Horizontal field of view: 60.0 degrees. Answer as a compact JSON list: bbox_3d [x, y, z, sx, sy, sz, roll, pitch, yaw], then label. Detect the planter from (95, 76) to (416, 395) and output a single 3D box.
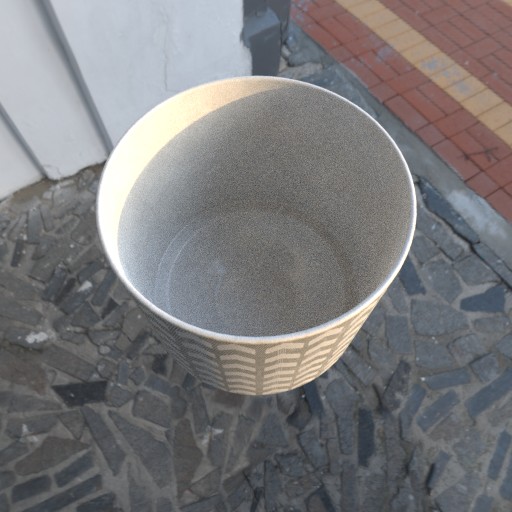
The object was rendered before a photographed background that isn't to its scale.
[{"bbox_3d":[0.000,0.000,0.345,0.190,0.181,0.190,0,63,0],"label":"planter"}]
